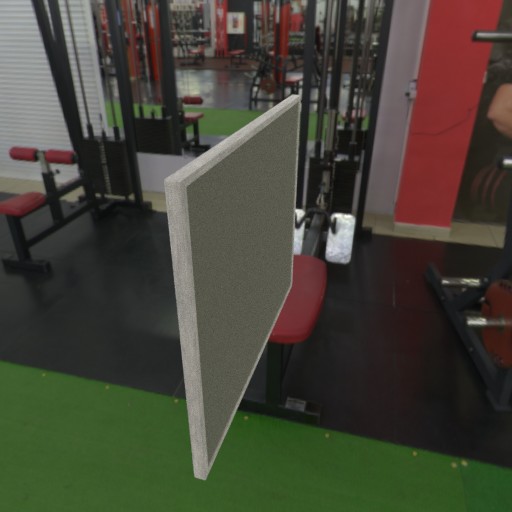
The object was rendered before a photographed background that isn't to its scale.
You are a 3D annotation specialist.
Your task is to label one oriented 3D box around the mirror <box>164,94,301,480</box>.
[{"bbox_3d":[0.000,0.000,1.167,0.028,0.689,0.839,8,30,15],"label":"mirror"}]
